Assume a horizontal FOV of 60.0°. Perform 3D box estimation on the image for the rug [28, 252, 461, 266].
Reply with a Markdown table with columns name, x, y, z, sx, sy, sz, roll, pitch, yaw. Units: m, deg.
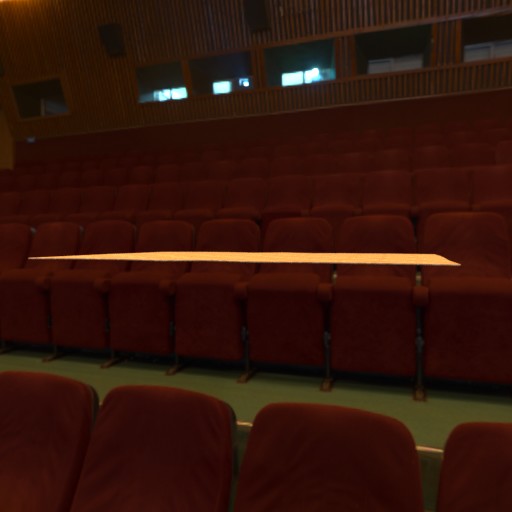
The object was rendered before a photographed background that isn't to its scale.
| name | x | y | z | sx | sy | sz | roll | pitch | yaw |
| --- | --- | --- | --- | --- | --- | --- | --- | --- | --- |
| rug | 0.000 | 0.000 | 2.208 | 1.745 | 0.010 | 1.146 | 1 | 2 | 18 |
